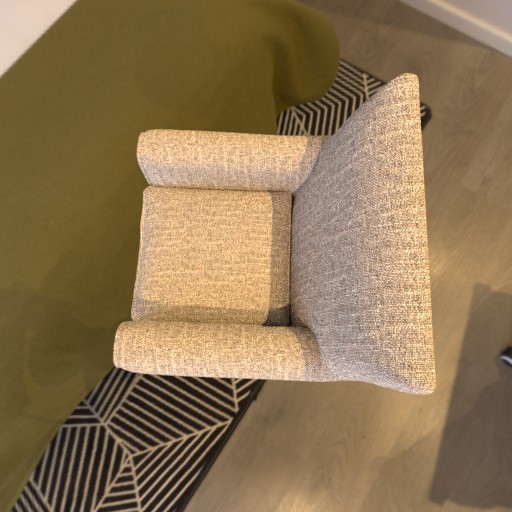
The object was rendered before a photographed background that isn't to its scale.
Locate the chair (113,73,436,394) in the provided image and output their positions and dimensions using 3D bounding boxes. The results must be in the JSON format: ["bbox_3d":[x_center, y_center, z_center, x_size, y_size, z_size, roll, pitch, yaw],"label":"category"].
[{"bbox_3d":[0.000,0.000,1.575,0.873,0.928,0.864,2,76,1],"label":"chair"}]
